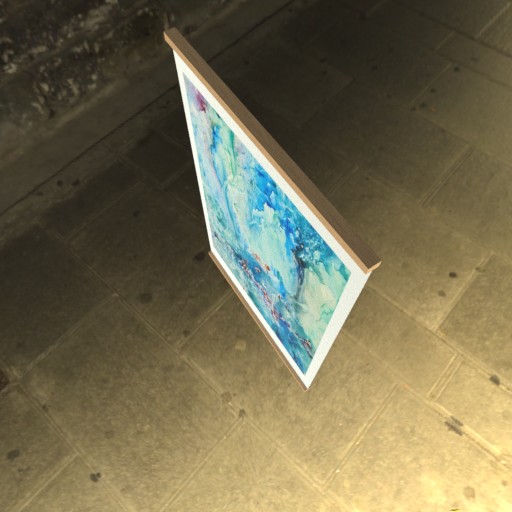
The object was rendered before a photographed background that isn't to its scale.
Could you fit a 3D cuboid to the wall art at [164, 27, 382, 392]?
[{"bbox_3d":[0.000,0.000,1.268,0.027,1.020,0.669,-30,67,-15],"label":"wall art"}]
